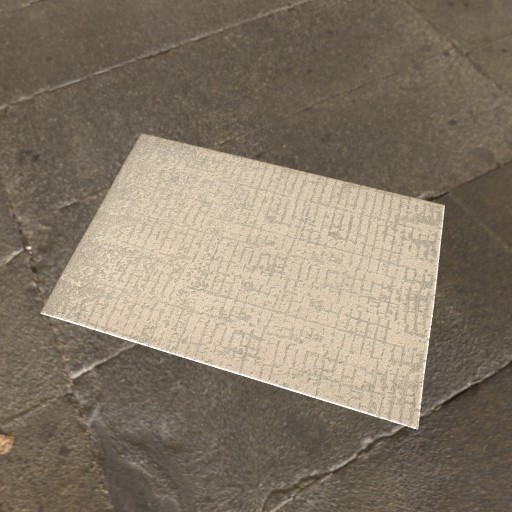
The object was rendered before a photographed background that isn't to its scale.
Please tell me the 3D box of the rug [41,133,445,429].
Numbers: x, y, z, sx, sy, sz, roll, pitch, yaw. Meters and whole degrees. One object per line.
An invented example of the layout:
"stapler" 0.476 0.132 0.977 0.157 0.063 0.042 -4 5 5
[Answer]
"rug" 0.000 0.000 2.303 1.827 0.007 1.211 15 63 8
